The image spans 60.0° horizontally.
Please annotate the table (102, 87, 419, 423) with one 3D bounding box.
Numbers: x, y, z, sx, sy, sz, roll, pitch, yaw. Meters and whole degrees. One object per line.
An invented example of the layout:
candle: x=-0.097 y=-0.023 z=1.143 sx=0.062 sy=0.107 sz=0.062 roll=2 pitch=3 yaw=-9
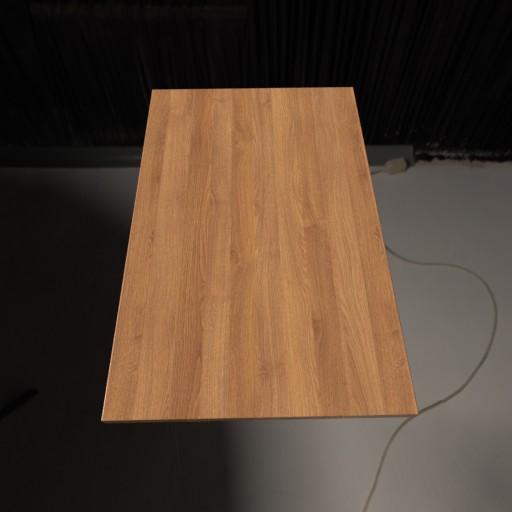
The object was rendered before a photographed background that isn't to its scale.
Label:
table: x=0.000 y=0.000 z=1.450 sx=0.700 sy=0.442 sz=1.100 roll=-1 pitch=59 yaw=-1
